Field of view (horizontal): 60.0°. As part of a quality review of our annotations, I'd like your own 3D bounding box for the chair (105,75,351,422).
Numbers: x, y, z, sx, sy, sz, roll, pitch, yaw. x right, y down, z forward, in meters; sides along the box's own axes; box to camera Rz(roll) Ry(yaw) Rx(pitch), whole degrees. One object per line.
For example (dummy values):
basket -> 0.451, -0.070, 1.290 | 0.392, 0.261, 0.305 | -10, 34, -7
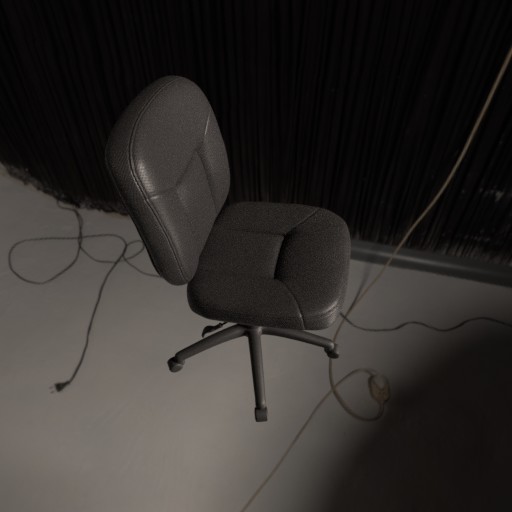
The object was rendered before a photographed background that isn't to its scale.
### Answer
chair -> 0.000, 0.000, 1.366 | 0.646, 0.959, 0.647 | 9, 48, 8
